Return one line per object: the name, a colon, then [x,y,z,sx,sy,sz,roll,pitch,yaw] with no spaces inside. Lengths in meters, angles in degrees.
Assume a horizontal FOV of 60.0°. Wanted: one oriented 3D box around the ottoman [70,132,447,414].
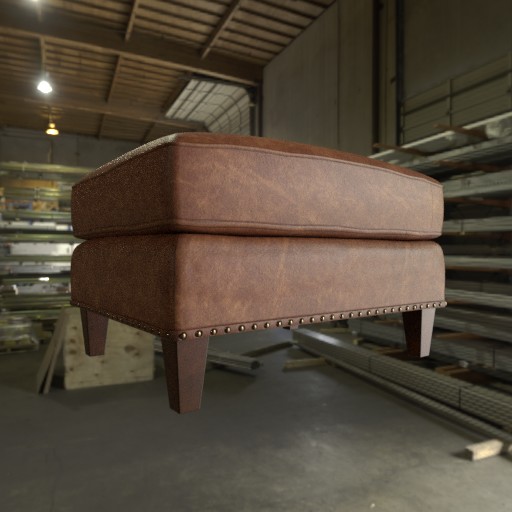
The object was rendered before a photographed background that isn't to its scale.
ottoman: [0.000,0.000,1.088,0.742,0.486,0.586,0,0,-36]
